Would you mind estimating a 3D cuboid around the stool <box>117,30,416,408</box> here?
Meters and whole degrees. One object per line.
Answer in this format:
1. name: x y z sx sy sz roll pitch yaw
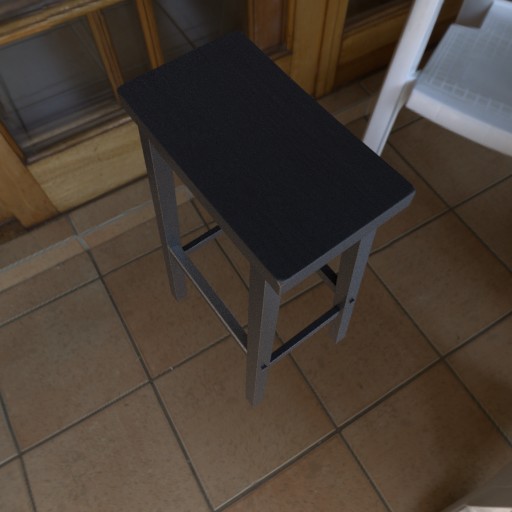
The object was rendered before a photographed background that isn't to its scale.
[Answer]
1. stool: 0.000 0.000 0.953 0.322 0.742 0.406 -34 67 -16
